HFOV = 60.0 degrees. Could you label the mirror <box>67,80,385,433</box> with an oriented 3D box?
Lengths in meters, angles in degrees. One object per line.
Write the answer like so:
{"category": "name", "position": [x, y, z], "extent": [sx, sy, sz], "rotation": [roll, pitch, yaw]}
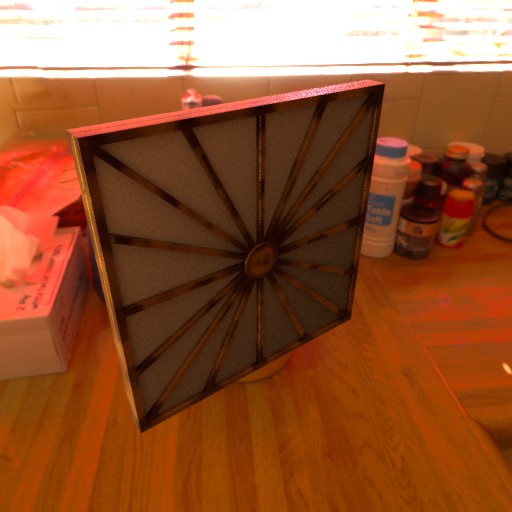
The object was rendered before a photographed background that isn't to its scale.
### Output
{"category": "mirror", "position": [0.000, 0.000, 0.756], "extent": [0.509, 0.507, 0.042], "rotation": [-21, 38, -30]}
